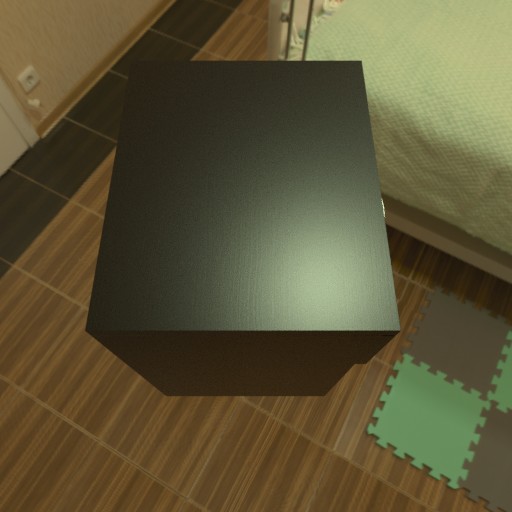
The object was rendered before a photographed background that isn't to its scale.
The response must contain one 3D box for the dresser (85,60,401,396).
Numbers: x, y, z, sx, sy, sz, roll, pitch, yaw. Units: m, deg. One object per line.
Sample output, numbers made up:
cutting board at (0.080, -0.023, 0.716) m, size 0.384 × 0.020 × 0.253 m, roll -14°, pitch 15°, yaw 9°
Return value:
dresser at (0.000, 0.000, 0.765) m, size 0.360 × 0.470 × 0.400 m, roll 0°, pitch 64°, yaw 0°
